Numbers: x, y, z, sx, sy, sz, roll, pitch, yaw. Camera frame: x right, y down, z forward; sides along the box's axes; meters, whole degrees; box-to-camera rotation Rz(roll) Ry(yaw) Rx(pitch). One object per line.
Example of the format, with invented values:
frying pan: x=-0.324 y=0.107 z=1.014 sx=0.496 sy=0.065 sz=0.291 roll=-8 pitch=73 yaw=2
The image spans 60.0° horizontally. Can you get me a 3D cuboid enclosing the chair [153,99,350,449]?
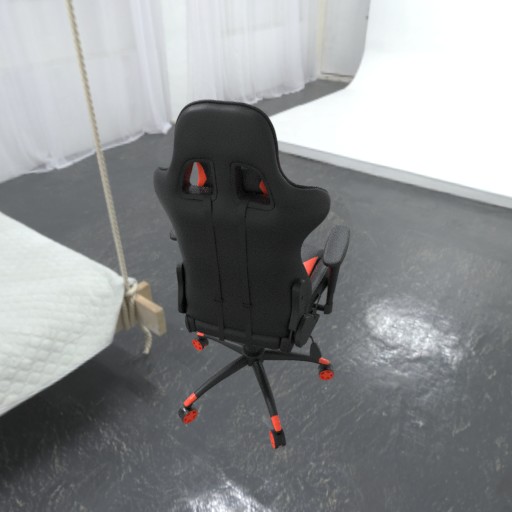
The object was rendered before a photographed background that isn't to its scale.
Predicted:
chair: x=0.000 y=0.000 z=1.705 sx=0.695 sy=1.282 sz=0.730 roll=10 pitch=34 yaw=15
